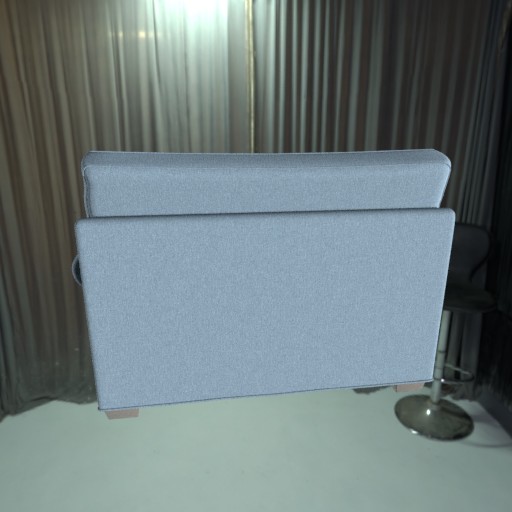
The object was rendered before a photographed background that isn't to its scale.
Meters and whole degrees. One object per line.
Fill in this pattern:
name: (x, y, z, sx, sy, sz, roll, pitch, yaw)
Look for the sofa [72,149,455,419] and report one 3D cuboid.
sofa: (0.000, 0.000, 1.980, 1.410, 0.953, 0.940, -2, 16, -9)
